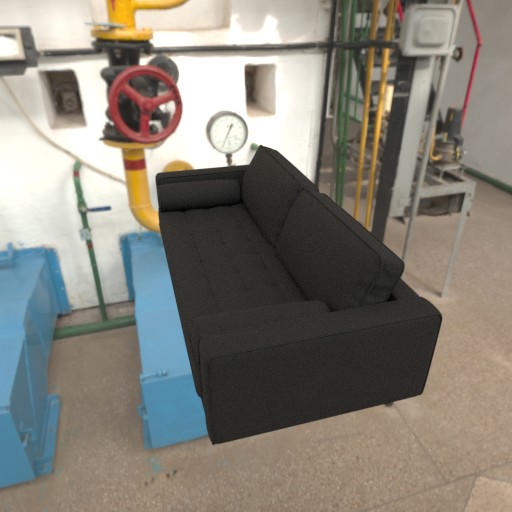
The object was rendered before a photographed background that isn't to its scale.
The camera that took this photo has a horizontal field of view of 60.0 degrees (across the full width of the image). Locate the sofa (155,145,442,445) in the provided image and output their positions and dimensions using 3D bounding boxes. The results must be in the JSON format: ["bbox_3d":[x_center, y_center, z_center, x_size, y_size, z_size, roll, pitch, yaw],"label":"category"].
[{"bbox_3d":[0.000,0.000,2.384,0.914,0.759,1.875,-8,31,-14],"label":"sofa"}]
